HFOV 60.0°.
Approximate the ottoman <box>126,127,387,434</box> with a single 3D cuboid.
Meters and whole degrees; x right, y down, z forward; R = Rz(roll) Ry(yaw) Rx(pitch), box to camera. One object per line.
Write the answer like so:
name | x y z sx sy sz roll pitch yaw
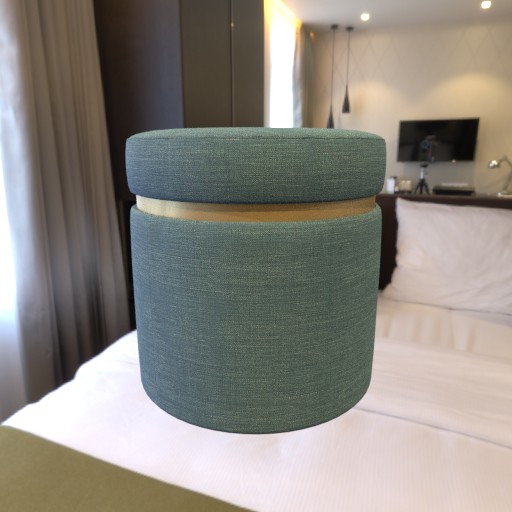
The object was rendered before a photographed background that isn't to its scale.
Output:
ottoman | 0.000 0.000 0.738 0.398 0.406 0.398 0 14 0
